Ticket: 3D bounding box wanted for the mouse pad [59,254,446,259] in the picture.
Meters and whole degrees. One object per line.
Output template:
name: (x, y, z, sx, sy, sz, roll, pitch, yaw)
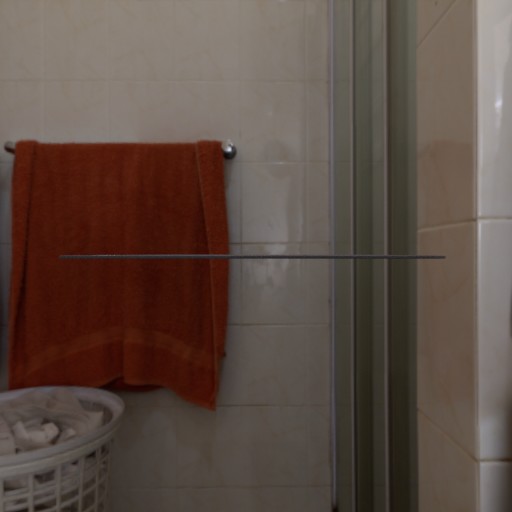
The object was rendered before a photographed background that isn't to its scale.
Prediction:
mouse pad: (0.000, 0.000, 0.446, 0.269, 0.002, 0.315, 0, 0, 2)
